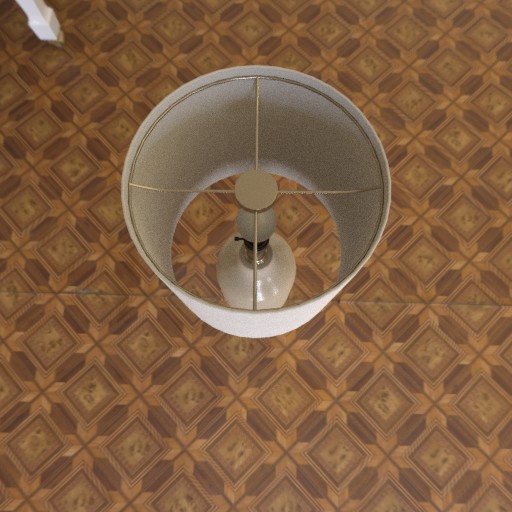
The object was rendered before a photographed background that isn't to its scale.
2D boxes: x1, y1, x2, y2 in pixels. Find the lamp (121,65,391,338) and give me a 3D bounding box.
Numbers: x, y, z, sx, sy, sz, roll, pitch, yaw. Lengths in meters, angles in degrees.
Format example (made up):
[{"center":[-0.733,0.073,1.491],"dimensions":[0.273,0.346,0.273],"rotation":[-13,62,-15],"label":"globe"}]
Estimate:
[{"center":[0.000,0.000,0.591],"dimensions":[0.220,0.475,0.220],"rotation":[14,75,4],"label":"lamp"}]
